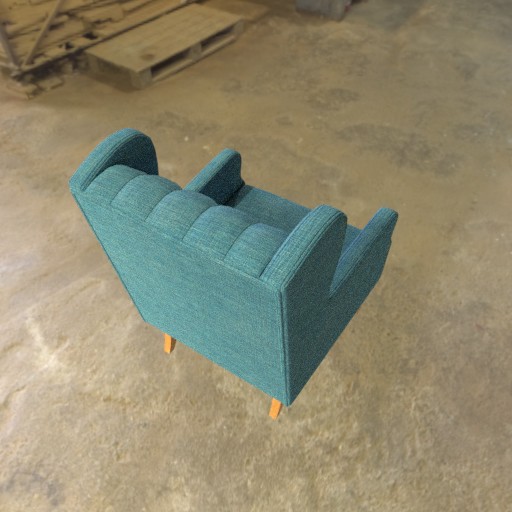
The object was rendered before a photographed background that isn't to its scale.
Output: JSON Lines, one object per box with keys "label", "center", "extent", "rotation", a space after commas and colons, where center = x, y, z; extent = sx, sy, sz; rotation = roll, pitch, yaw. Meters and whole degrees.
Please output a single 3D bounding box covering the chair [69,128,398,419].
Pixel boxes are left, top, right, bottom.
{"label": "chair", "center": [0.000, 0.000, 1.512], "extent": [0.711, 0.952, 0.775], "rotation": [25, 52, 22]}
